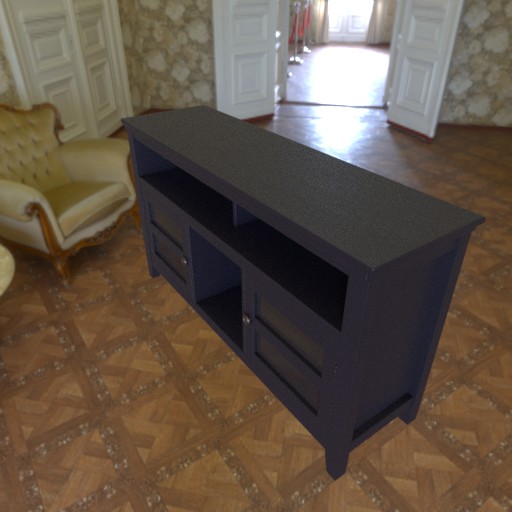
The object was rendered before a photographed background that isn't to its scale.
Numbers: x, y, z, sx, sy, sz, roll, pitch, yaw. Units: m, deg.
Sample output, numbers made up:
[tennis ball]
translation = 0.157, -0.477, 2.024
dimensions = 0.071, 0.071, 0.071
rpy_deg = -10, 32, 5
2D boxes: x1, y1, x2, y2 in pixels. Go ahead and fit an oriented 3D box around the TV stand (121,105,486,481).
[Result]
[TV stand]
translation = 0.000, 0.000, 1.449
dimensions = 0.347, 0.681, 1.198
rpy_deg = -21, 38, -29
